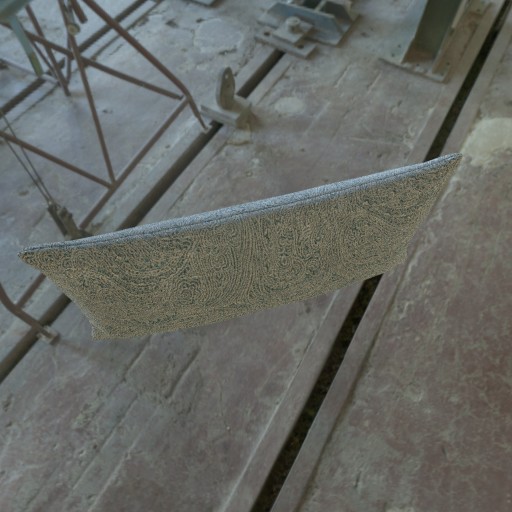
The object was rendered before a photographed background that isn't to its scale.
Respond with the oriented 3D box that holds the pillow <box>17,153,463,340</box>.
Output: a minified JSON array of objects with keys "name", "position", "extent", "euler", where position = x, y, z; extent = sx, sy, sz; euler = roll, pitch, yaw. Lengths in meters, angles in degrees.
[{"name":"pillow","position":[0.000,0.000,0.715],"extent":[0.615,0.295,0.151],"euler":[-14,60,-8]}]
